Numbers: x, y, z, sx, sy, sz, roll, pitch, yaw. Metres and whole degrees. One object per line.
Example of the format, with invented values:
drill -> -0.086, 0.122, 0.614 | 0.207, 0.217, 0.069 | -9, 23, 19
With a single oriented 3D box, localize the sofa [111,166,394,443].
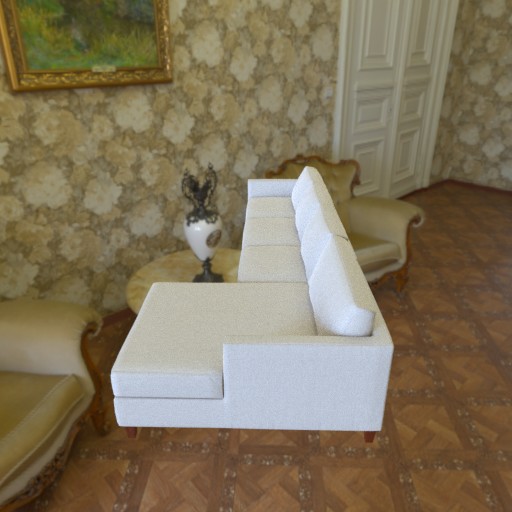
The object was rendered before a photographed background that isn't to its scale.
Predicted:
sofa -> 0.000, 0.000, 4.058 | 1.599, 0.954, 3.471 | 1, 25, 1
